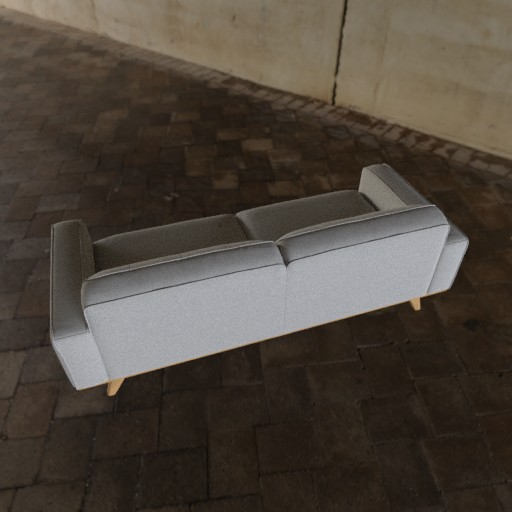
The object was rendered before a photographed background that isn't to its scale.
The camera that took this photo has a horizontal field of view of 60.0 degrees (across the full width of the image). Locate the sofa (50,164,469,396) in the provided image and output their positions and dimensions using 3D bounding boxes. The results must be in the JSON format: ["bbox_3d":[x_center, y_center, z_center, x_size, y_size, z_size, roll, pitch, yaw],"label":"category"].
[{"bbox_3d":[0.000,0.000,2.673,2.270,0.781,0.956,-13,43,-14],"label":"sofa"}]
